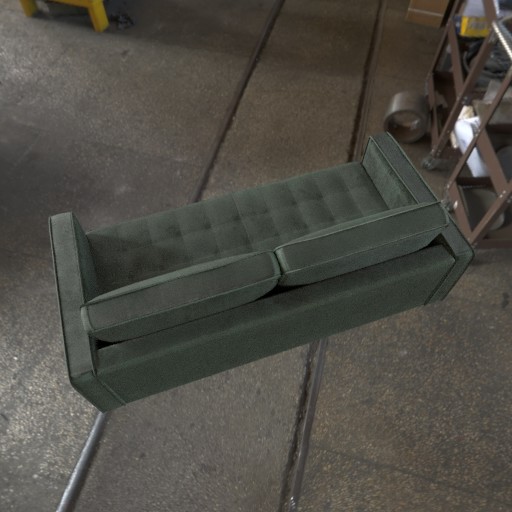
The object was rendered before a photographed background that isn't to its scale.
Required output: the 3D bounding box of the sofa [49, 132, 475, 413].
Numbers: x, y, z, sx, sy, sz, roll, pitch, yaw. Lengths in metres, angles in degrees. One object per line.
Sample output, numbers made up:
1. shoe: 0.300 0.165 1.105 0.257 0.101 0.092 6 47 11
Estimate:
1. sofa: 0.000 0.000 2.197 1.816 0.781 0.886 -16 59 -10
